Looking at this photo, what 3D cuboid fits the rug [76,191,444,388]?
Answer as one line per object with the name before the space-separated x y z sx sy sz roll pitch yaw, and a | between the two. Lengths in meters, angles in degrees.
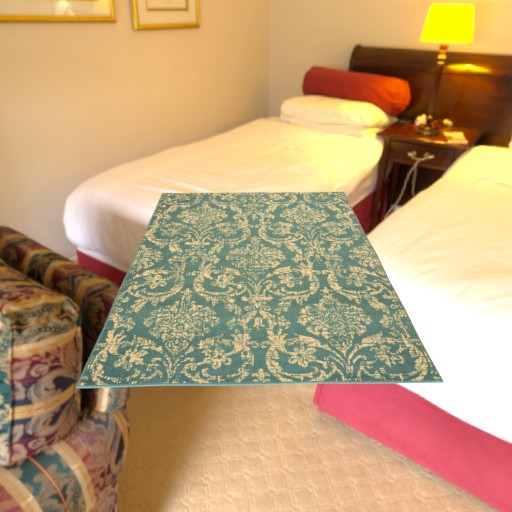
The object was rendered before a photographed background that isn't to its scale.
rug | 0.000 0.000 2.825 1.554 0.012 2.205 -1 29 -1
